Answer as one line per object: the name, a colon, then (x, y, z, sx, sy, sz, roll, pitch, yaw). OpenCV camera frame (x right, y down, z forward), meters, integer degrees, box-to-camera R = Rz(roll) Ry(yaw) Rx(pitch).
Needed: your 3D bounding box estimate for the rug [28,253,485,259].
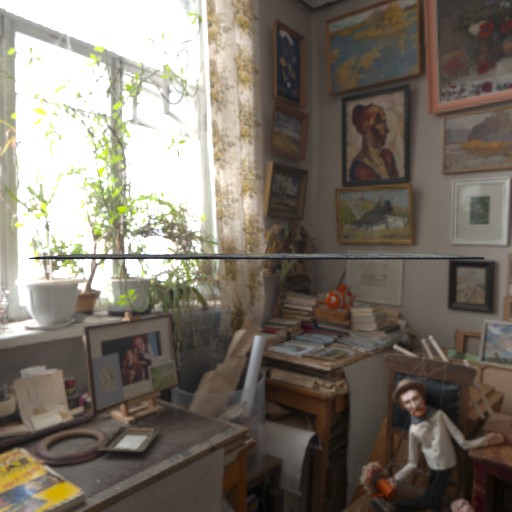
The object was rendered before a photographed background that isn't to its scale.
rug: (0.000, 0.000, 2.504, 2.283, 0.016, 0.602, 0, 2, 0)
